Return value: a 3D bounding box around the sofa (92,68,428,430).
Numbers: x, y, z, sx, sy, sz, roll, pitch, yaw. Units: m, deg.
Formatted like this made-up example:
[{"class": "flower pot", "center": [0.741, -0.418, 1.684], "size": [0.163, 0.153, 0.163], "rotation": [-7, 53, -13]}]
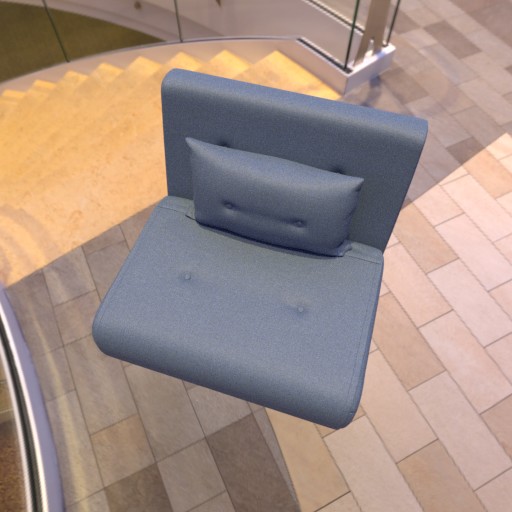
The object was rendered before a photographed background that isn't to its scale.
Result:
[{"class": "sofa", "center": [0.000, 0.000, 1.734], "size": [0.999, 0.860, 0.996], "rotation": [15, 60, 9]}]
